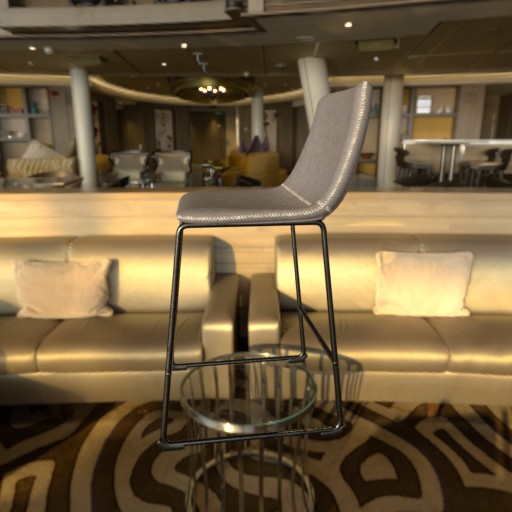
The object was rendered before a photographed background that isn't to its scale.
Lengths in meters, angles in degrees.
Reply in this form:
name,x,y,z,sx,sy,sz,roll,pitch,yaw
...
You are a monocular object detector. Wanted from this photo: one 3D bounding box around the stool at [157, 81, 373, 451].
name,x,y,z,sx,sy,sz,roll,pitch,yaw
stool,0.000,0.000,1.217,0.546,0.876,0.470,-2,14,-7
